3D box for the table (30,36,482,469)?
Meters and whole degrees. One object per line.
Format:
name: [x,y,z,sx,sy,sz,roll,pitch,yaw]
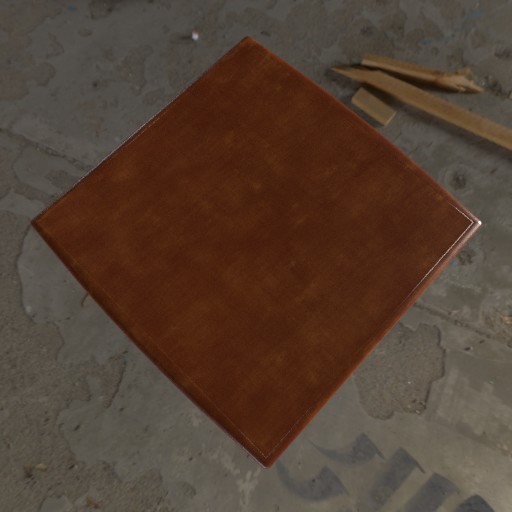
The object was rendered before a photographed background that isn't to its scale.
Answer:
table: [0.000,0.000,1.690,0.991,0.754,0.991,43,79,11]
